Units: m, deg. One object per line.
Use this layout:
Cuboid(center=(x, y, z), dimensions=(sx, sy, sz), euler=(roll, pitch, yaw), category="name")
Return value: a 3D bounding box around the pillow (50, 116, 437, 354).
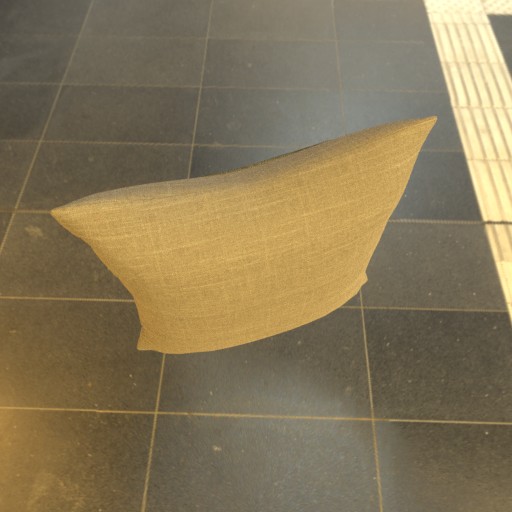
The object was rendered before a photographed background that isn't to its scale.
Cuboid(center=(0.000, 0.000, 0.618), dimensions=(0.424, 0.400, 0.169), euler=(-16, 61, -9), category="pillow")
